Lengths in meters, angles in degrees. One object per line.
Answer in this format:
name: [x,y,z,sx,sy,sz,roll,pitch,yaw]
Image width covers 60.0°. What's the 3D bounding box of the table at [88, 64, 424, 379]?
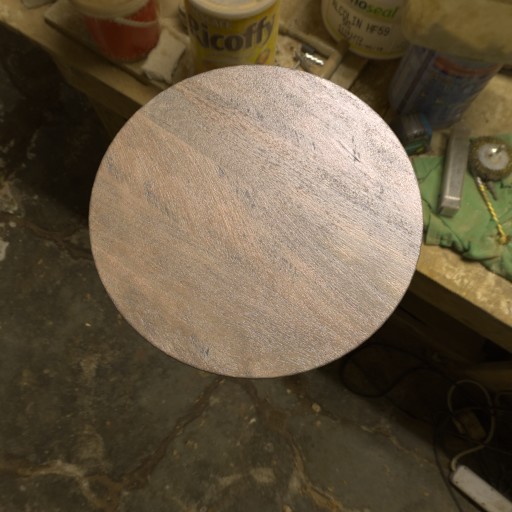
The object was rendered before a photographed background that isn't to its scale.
table: [0.000,0.000,0.754,0.405,0.454,0.405,0,74,0]
